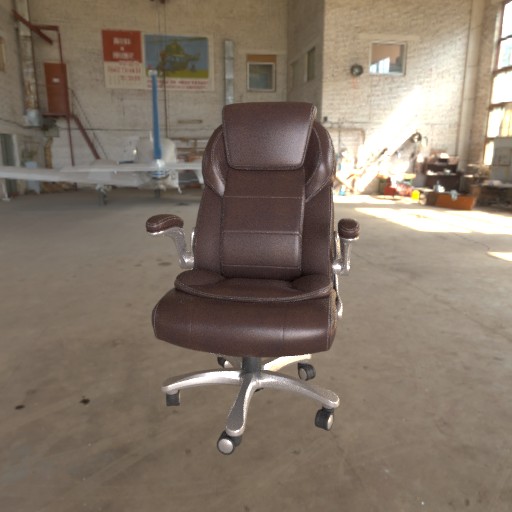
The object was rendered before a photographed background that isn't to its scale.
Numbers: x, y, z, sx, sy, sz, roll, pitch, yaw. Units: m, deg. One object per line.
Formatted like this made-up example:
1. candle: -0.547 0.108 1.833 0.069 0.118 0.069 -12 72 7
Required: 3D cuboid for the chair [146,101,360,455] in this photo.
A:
1. chair: 0.000 0.000 1.655 0.733 1.160 0.774 2 13 9
